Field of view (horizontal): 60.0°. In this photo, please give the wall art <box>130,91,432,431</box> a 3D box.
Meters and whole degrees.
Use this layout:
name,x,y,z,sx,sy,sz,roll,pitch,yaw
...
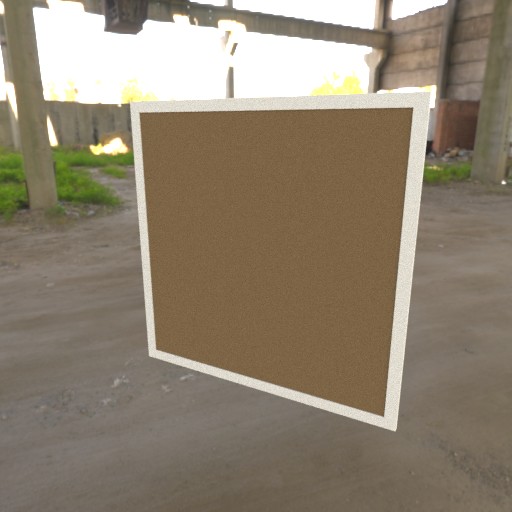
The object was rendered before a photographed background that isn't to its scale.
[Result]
name,x,y,z,sx,sy,sz,roll,pitch,yaw
wall art,0.000,0.000,1.203,0.812,0.812,0.015,9,18,27
